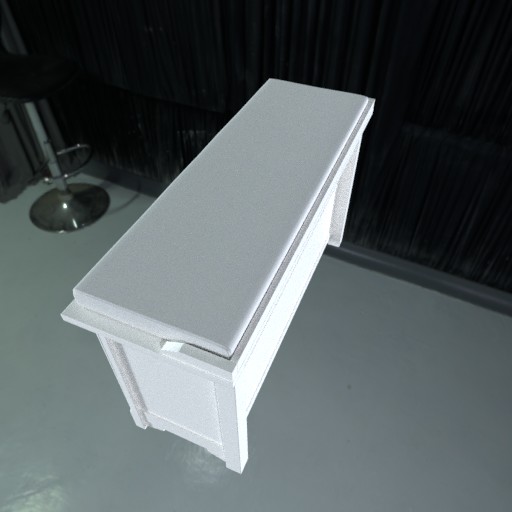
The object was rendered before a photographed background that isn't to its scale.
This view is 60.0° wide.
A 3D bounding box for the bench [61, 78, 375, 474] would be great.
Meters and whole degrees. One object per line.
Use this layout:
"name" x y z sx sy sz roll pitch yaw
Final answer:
"bench" 0.000 0.000 1.248 0.346 0.589 0.987 17 48 16
